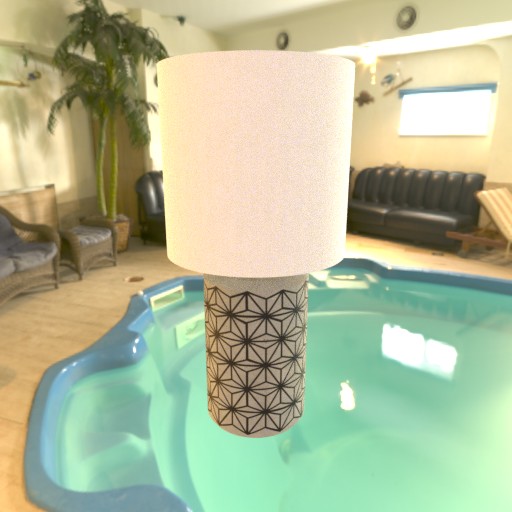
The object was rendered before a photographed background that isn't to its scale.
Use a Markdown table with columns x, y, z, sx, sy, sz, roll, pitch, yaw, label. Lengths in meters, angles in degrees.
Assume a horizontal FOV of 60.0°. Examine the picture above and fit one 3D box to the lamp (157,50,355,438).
| x | y | z | sx | sy | sz | roll | pitch | yaw | label |
| --- | --- | --- | --- | --- | --- | --- | --- | --- | --- |
| 0.000 | 0.000 | 0.527 | 0.206 | 0.416 | 0.206 | 8 | 17 | 25 | lamp |
